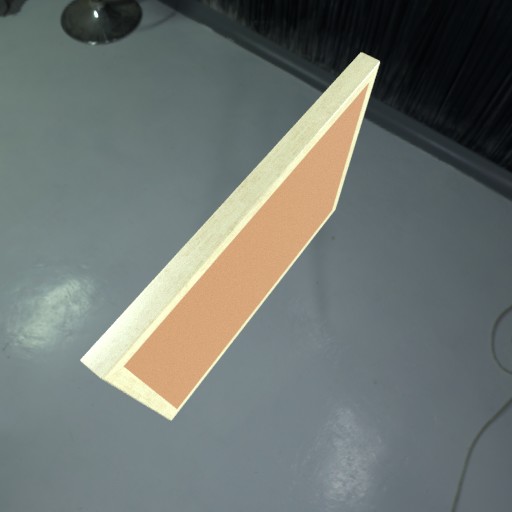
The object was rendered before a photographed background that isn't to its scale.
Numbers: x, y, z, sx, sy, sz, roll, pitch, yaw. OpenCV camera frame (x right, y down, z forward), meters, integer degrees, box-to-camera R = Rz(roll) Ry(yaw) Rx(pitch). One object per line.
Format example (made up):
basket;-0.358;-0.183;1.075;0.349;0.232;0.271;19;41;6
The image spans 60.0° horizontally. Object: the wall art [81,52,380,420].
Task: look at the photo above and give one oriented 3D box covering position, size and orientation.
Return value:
wall art;0.000;0.000;0.690;0.032;0.381;0.533;34;69;15
